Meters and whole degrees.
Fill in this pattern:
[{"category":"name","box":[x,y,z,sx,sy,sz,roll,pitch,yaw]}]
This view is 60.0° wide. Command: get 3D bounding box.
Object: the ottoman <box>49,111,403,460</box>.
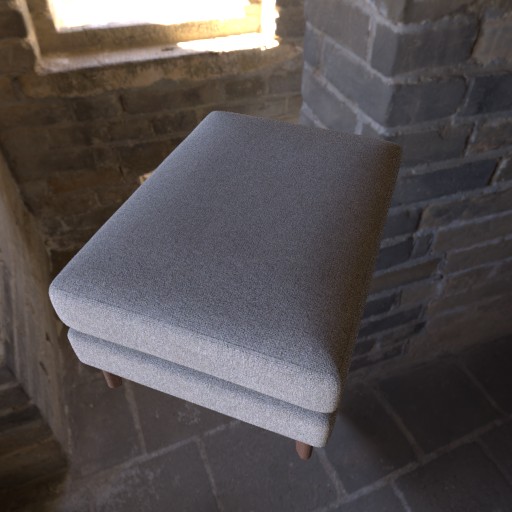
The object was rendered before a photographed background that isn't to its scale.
[{"category":"ottoman","box":[0.000,0.000,1.191,0.611,0.441,0.821,15,47,14]}]
